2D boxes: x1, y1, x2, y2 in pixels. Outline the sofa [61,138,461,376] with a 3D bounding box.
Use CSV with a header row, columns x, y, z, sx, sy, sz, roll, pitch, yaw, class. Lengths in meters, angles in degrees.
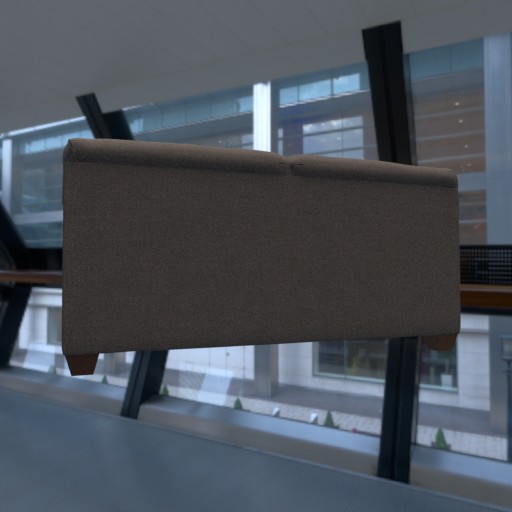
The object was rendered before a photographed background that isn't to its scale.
x,y,z,sx,sy,sz,roll,pitch,yaw,class
0.000,0.000,2.391,1.846,0.958,1.000,1,-2,-18,sofa
